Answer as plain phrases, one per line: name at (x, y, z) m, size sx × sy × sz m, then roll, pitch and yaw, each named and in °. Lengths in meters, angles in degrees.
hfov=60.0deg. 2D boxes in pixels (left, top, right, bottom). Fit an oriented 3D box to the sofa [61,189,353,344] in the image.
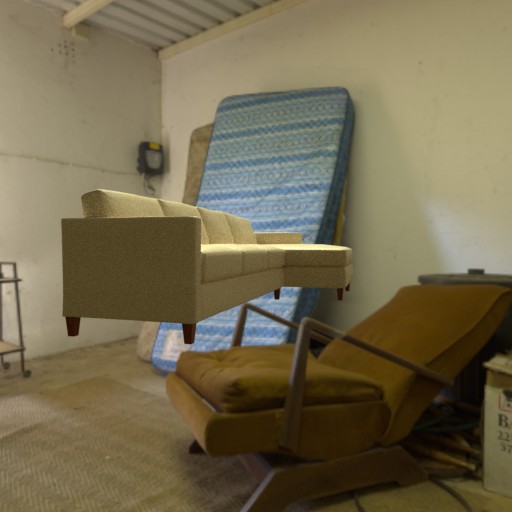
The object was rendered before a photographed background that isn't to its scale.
sofa at (0.000, 0.000, 4.210) m, size 1.603 × 0.954 × 3.471 m, roll 0°, pitch 1°, yaw 16°
